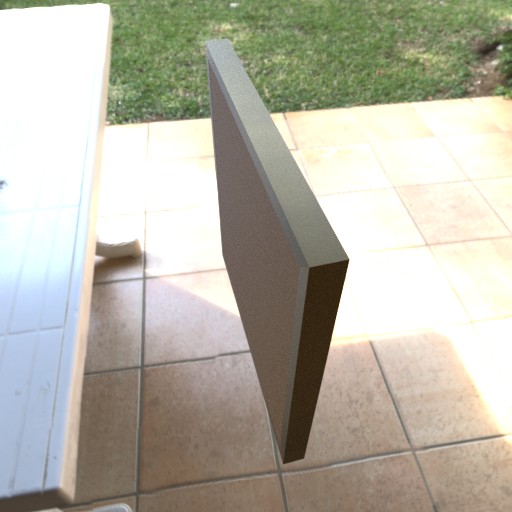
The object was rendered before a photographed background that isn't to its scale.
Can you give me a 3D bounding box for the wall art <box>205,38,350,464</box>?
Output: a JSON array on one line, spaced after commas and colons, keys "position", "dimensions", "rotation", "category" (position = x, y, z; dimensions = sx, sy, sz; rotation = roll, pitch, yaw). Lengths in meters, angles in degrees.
[{"position": [0.000, 0.000, 0.741], "dimensions": [0.038, 0.508, 0.507], "rotation": [-11, 48, -10], "category": "wall art"}]
